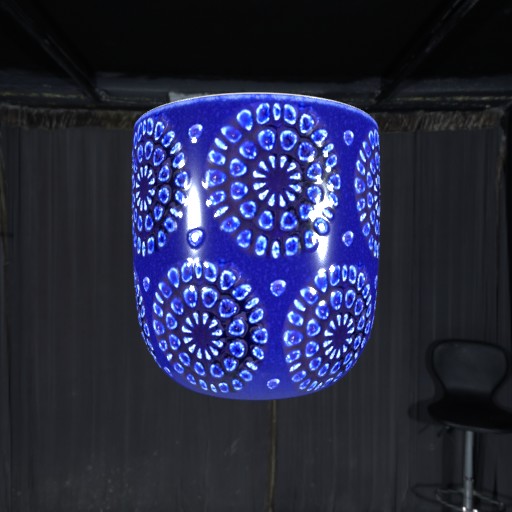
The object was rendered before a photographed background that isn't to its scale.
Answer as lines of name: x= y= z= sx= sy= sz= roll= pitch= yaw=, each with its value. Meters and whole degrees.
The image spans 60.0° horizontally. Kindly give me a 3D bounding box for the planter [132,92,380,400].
planter: x=0.000 y=0.000 z=0.203 sx=0.109 sy=0.112 sz=0.109 roll=0 pitch=0 yaw=0
